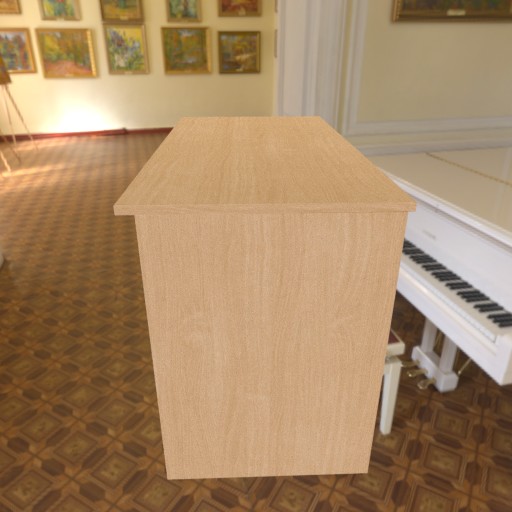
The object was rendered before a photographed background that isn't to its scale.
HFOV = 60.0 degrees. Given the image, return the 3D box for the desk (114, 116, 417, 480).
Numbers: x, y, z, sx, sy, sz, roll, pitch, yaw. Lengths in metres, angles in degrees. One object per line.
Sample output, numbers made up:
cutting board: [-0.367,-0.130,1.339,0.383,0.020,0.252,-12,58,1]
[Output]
desk: [0.000,0.000,1.469,0.560,0.735,1.097,-1,26,-2]
